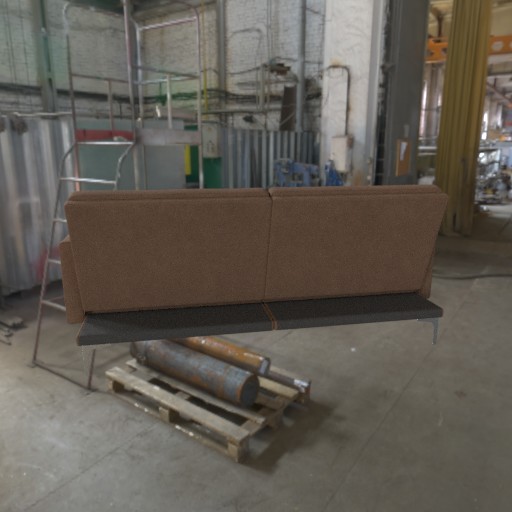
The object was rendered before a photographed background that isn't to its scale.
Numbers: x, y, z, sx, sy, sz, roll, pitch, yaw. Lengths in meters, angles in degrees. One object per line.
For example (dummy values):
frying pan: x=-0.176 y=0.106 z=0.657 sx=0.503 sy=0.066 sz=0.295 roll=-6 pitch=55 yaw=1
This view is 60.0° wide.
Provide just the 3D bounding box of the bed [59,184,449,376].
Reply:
bed: x=0.000 y=0.000 z=2.395 sx=1.905 sy=0.787 sz=0.889 roll=-3 pitch=14 yaw=-11
